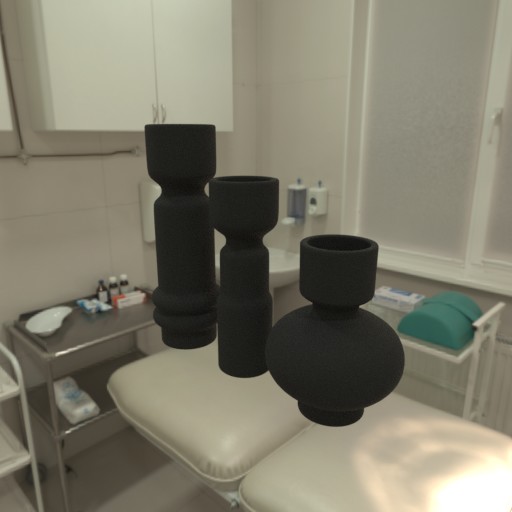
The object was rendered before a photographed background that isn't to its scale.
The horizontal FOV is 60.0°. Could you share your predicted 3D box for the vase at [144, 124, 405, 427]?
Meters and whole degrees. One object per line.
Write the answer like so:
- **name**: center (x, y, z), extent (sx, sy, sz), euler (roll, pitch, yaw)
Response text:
- **vase**: center (0.000, 0.000, 0.433), extent (0.307, 0.249, 0.120), euler (14, 21, 42)
